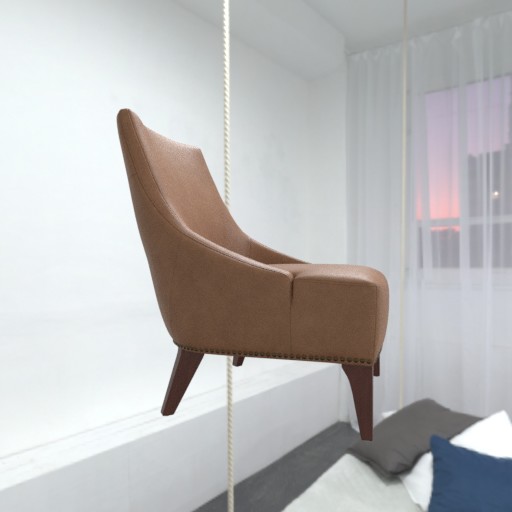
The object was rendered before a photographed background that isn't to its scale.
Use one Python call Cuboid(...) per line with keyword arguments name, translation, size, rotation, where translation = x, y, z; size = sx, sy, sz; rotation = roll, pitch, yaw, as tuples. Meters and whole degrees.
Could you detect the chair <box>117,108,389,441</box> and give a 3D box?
Cuboid(name="chair", translation=(0.000, 0.000, 1.497), size=(0.861, 0.909, 0.701), rotation=(0, 0, 17))
